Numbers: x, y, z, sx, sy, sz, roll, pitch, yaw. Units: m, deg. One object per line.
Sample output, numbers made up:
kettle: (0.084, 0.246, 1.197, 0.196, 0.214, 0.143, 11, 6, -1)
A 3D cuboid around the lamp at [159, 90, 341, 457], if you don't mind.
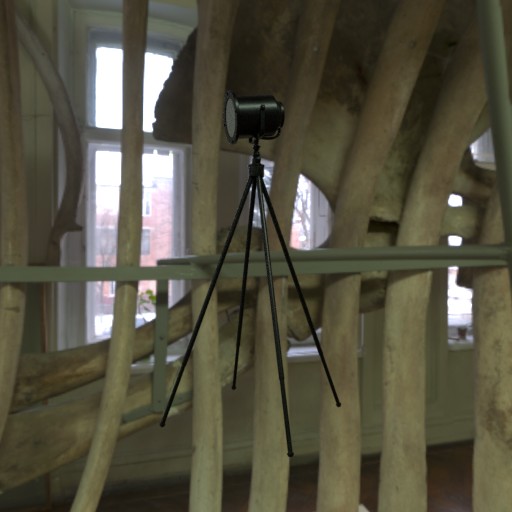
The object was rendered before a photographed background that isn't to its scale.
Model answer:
lamp: (0.000, 0.000, 2.065, 0.884, 1.504, 0.879, 0, 0, -17)
